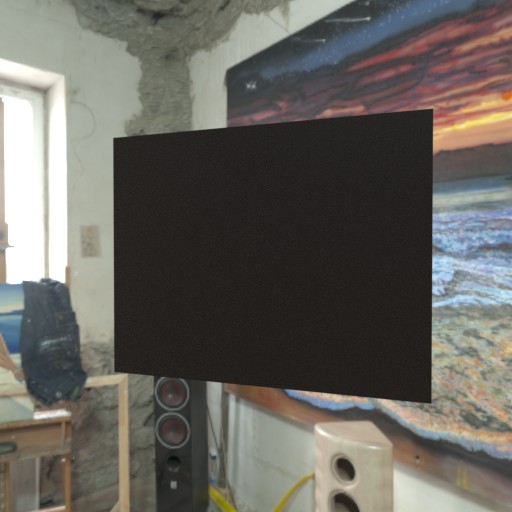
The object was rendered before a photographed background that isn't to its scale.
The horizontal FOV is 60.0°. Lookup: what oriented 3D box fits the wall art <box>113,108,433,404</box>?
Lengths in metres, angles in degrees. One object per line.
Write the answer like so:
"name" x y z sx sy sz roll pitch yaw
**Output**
"wall art" 0.000 0.000 1.632 1.207 0.952 0.034 0 1 18
